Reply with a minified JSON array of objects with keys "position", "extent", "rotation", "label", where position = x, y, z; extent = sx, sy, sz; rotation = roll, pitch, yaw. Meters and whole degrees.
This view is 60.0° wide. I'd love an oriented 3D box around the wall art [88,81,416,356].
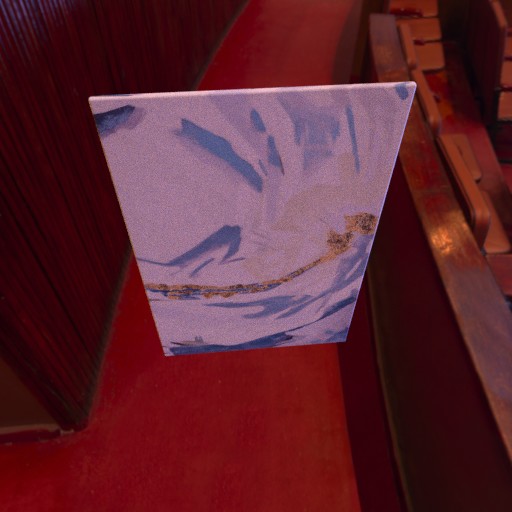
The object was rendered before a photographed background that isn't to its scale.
[{"position":[0.000,0.000,1.159],"extent":[0.610,0.914,0.016],"rotation":[-4,48,-4],"label":"wall art"}]
